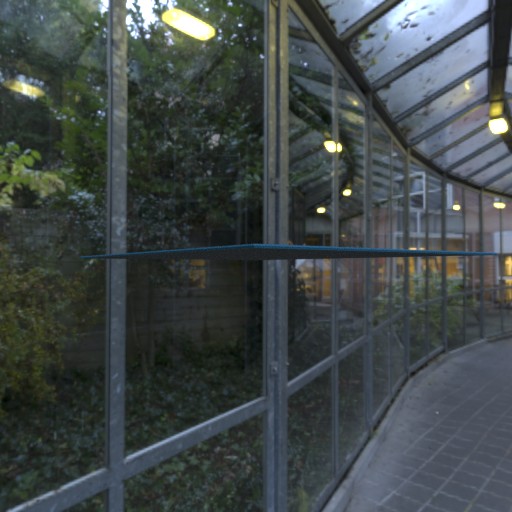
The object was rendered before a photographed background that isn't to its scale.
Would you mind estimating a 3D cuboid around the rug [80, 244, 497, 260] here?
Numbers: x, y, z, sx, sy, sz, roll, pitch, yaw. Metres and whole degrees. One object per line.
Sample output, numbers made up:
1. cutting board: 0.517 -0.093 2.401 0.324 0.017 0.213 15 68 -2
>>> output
1. rug: 0.000 0.000 2.813 1.594 0.013 2.213 1 -2 -35
